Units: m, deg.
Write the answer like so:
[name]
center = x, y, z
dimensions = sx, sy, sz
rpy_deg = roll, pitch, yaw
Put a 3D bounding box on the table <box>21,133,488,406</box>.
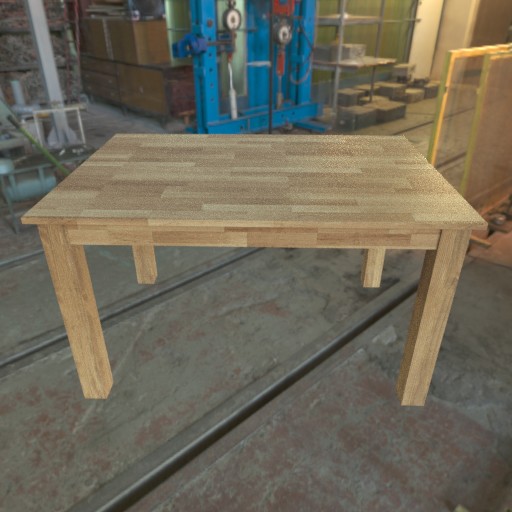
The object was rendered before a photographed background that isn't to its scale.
[table]
center = 0.000, 0.000, 1.808
dimensions = 1.300, 0.750, 0.900
rpy_deg = 1, 30, 1
